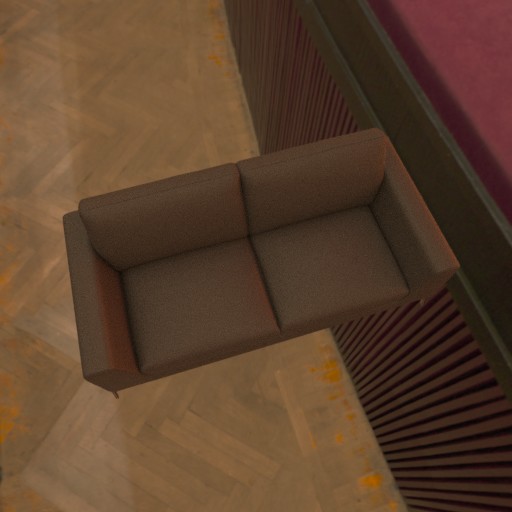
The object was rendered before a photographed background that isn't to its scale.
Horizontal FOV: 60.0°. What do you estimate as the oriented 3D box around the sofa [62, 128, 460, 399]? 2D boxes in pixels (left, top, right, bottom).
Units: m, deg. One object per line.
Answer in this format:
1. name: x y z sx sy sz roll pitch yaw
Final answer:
1. sofa: 0.000 0.000 2.568 2.017 0.875 0.953 -15 65 -7
